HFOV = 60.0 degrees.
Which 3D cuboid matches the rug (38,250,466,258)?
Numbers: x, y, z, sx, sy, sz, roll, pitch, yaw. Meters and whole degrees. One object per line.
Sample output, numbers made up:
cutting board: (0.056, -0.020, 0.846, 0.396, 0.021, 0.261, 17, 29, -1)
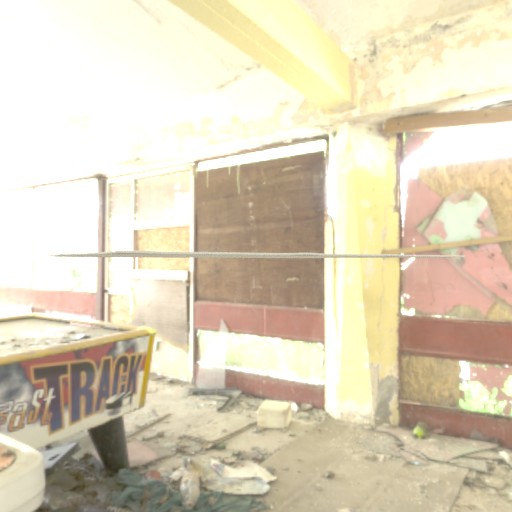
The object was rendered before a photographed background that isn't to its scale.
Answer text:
rug: (0.000, 0.000, 2.277, 1.835, 0.012, 1.231, 0, -1, -36)
